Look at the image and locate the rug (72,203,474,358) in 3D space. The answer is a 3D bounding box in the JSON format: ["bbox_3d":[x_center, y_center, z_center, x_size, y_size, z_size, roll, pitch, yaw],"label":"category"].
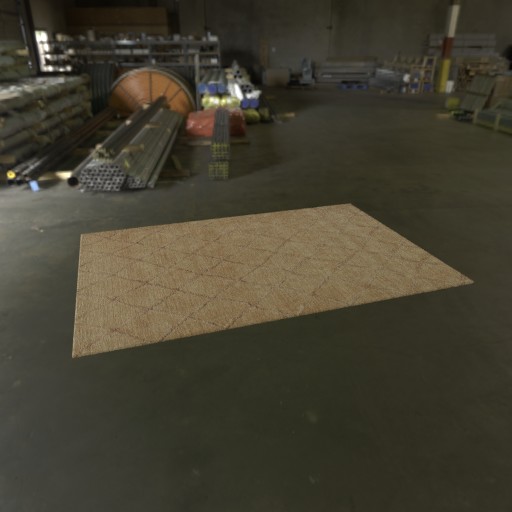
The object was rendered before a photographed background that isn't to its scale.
[{"bbox_3d":[0.000,0.000,3.030,2.292,0.014,1.528,-8,27,-16],"label":"rug"}]
